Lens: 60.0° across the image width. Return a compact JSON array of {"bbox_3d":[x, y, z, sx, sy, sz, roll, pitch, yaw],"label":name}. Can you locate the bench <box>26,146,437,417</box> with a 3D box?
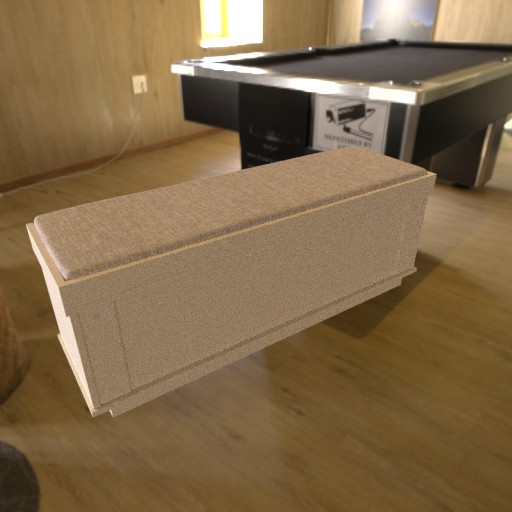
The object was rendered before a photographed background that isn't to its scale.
[{"bbox_3d":[0.000,0.000,1.408,1.196,0.453,0.363,-19,35,-29],"label":"bench"}]
